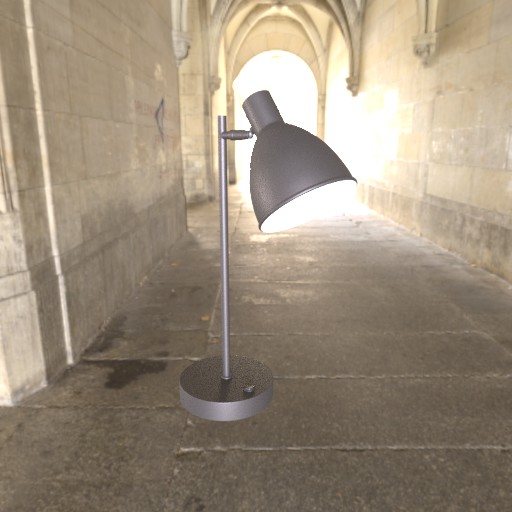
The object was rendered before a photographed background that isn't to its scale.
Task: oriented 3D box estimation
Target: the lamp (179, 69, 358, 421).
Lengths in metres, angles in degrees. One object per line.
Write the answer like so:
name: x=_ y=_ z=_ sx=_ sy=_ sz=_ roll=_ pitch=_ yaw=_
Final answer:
lamp: x=0.000 y=0.000 z=0.616 sx=0.152 sy=0.483 sz=0.287 roll=-14 pitch=19 yaw=-43
